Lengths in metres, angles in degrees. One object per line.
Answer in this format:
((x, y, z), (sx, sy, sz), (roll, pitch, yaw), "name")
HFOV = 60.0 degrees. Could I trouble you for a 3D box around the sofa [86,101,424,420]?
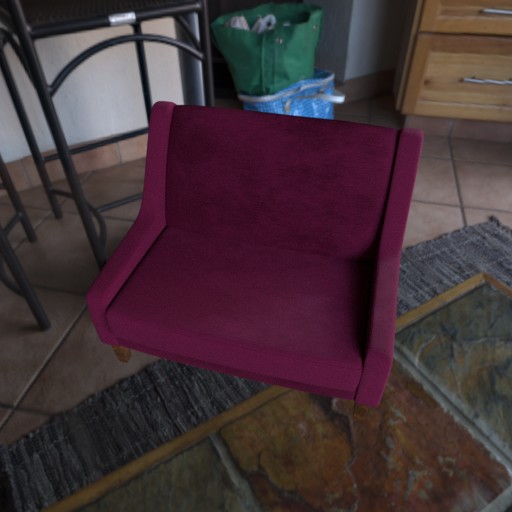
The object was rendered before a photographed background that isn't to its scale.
((0.000, 0.000, 1.983), (1.242, 0.976, 0.946), (10, 41, 12), "sofa")
